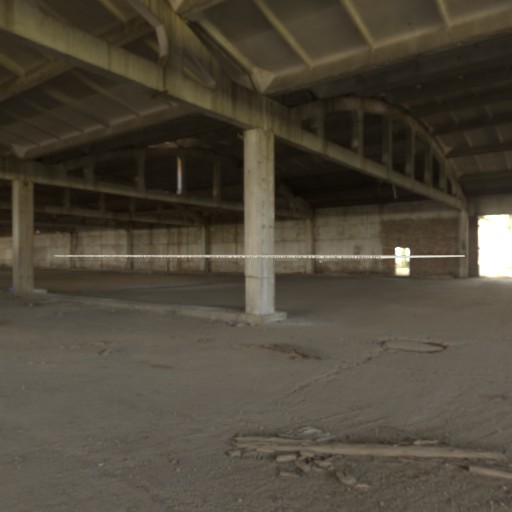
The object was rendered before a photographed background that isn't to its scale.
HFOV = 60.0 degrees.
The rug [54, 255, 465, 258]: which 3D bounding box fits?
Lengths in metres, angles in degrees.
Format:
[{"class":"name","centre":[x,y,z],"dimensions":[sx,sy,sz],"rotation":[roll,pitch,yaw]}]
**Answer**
[{"class":"rug","centre":[0.000,0.000,2.353],"dimensions":[1.815,0.007,1.226],"rotation":[0,0,36]}]
